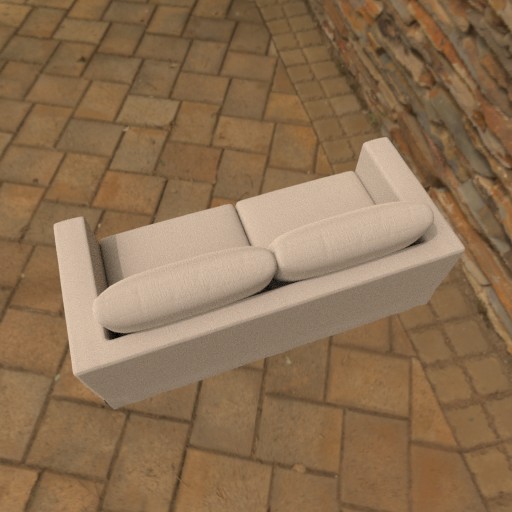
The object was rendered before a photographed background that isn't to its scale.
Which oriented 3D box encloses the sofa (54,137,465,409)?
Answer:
[{"bbox_3d":[0.000,0.000,2.660,2.163,0.881,0.954,-17,60,-10],"label":"sofa"}]
